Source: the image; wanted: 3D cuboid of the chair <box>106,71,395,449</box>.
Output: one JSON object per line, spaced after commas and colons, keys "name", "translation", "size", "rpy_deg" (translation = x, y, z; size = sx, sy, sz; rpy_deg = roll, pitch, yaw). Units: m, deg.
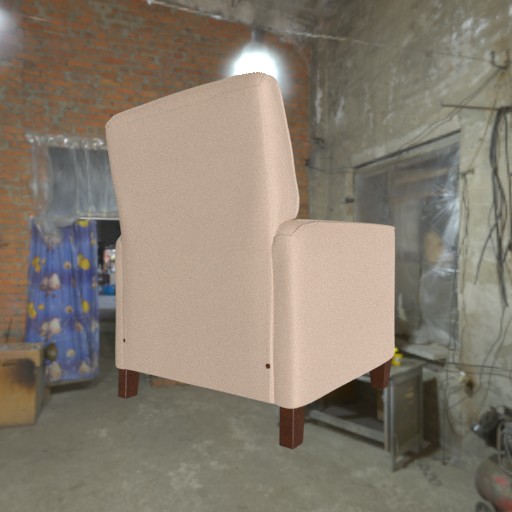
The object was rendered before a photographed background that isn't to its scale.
{"name": "chair", "translation": [0.000, 0.000, 1.667], "size": [0.841, 1.028, 0.858], "rpy_deg": [0, 0, 36]}
